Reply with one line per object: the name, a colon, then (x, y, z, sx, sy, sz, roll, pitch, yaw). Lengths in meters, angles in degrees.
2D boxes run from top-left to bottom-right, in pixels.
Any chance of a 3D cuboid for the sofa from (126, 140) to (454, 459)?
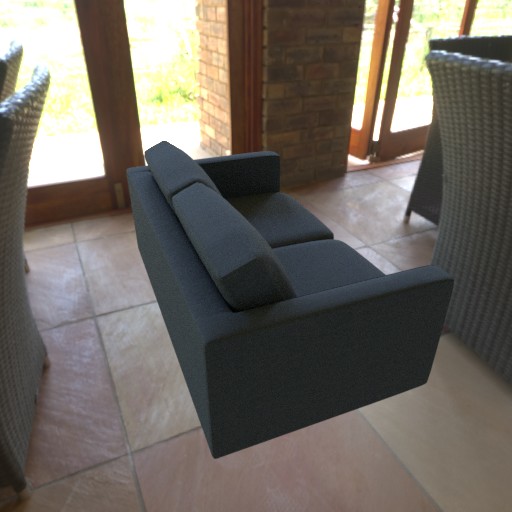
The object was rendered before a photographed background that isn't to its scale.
sofa: (0.000, 0.000, 2.260, 0.999, 0.907, 1.659, -12, 33, -19)
